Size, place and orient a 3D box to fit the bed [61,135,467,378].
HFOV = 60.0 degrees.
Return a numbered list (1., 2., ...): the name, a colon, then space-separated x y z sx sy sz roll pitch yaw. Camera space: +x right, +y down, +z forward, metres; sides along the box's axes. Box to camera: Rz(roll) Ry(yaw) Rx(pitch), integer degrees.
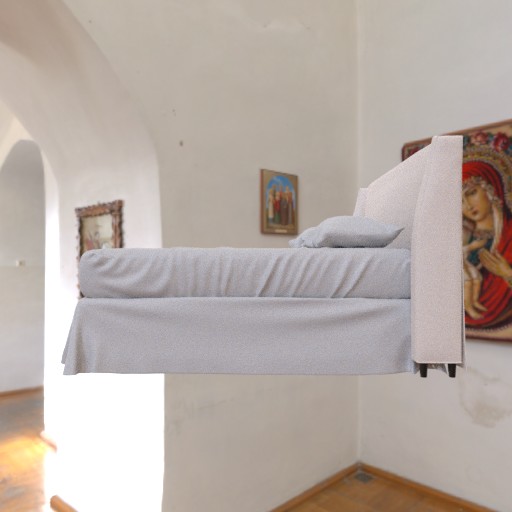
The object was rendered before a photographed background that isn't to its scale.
1. bed: 0.000 0.000 3.327 2.276 1.332 1.925 0 0 1
